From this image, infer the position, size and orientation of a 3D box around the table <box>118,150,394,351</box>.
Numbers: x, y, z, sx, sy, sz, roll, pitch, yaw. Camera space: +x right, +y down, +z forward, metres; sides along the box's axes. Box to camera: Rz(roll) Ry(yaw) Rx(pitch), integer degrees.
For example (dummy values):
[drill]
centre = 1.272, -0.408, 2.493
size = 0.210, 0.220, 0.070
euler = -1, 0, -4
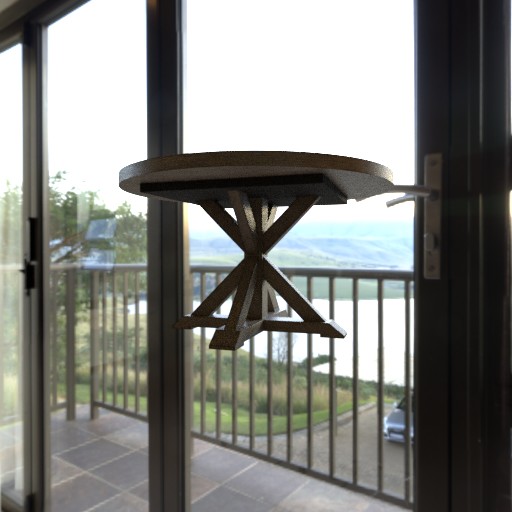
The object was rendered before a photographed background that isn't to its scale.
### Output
[table]
centre = 0.000, 0.000, 2.293
size = 1.363, 0.781, 1.363
euler = 0, 0, 0
